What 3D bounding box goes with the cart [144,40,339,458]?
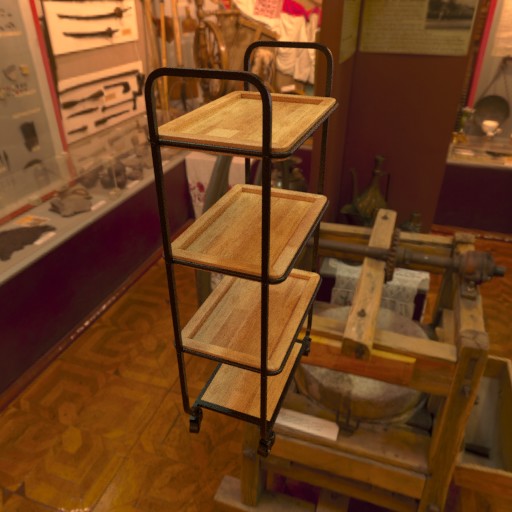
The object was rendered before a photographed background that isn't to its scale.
[{"bbox_3d":[0.000,0.000,1.284,0.321,1.080,0.545,11,33,18],"label":"cart"}]
